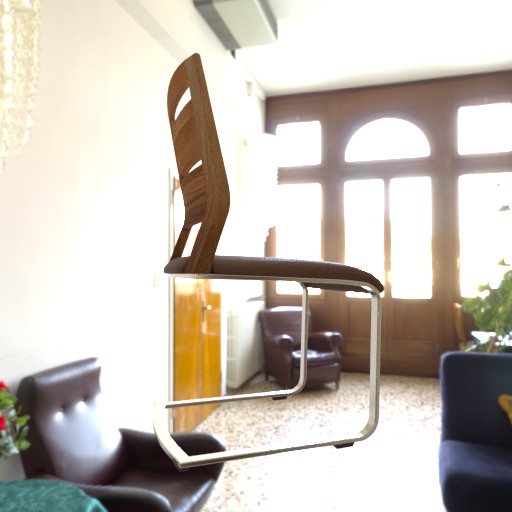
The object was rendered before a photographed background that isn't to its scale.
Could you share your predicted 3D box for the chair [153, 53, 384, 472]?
[{"bbox_3d":[0.000,0.000,1.282,0.570,0.970,0.460,1,-2,-19],"label":"chair"}]
